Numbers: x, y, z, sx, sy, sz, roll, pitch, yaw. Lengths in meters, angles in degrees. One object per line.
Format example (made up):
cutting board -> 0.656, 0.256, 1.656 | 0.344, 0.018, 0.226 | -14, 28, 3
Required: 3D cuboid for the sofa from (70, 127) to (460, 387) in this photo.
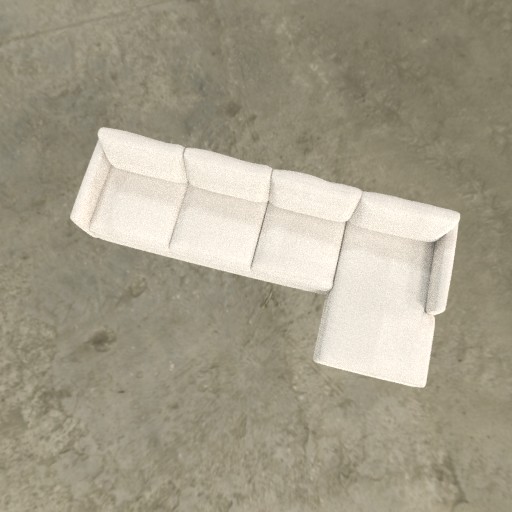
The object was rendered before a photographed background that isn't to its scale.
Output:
sofa -> 0.000, 0.000, 2.919 | 2.445, 0.677, 1.126 | 14, 77, 3
